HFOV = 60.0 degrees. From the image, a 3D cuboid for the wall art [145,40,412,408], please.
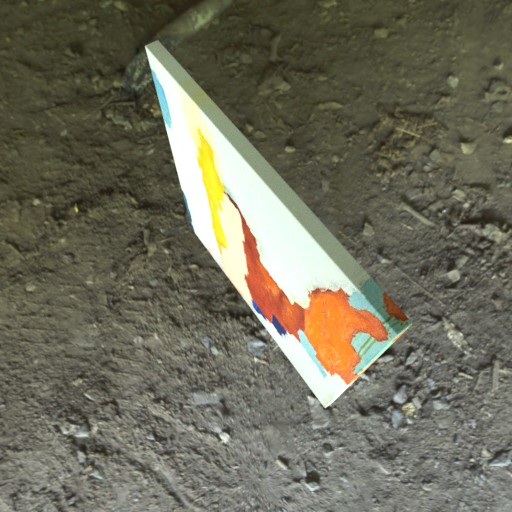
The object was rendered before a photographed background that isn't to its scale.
[{"bbox_3d":[0.000,0.000,1.511,0.044,1.017,1.017,-32,68,-15],"label":"wall art"}]
